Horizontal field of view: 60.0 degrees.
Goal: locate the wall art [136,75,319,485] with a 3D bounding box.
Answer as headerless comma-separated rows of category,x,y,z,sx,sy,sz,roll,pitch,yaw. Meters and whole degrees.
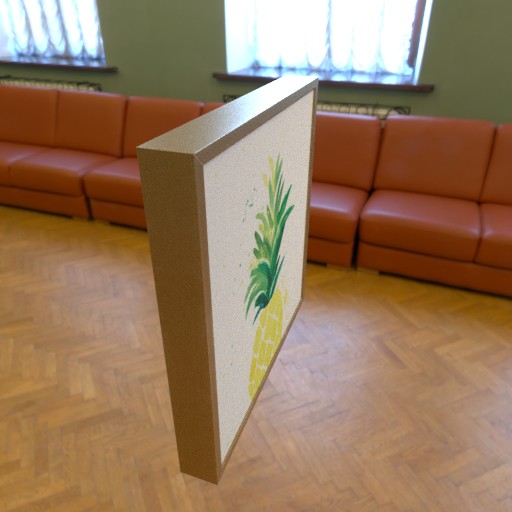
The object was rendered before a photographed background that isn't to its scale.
wall art,0.000,0.000,0.454,0.038,0.305,0.306,10,32,17
